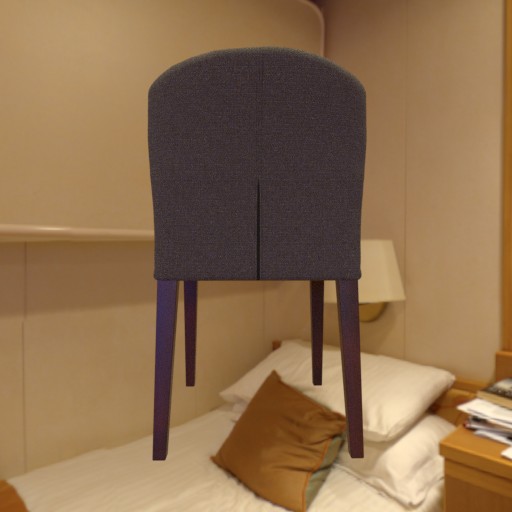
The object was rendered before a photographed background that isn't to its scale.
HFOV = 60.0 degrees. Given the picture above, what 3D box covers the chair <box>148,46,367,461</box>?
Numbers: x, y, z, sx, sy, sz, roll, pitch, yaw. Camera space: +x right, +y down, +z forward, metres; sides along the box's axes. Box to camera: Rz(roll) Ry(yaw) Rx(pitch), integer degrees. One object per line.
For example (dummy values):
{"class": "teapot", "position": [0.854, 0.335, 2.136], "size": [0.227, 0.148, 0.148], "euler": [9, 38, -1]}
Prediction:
{"class": "chair", "position": [0.000, 0.000, 1.160], "size": [0.491, 0.839, 0.589], "euler": [0, 1, -1]}
